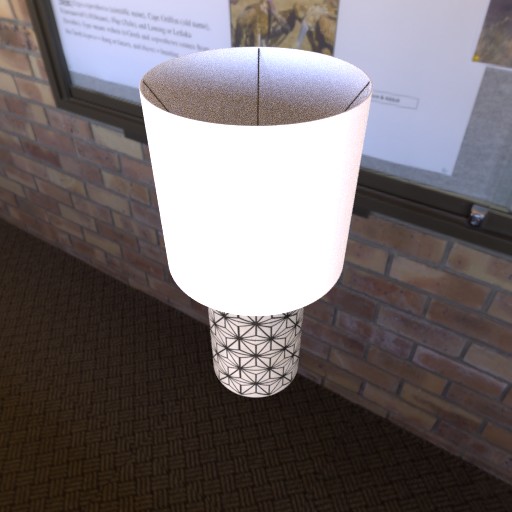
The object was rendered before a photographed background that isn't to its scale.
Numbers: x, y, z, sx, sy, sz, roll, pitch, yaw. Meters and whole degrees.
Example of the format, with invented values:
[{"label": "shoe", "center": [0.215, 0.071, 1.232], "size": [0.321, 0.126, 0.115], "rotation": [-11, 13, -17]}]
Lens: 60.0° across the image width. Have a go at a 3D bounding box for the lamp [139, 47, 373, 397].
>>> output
[{"label": "lamp", "center": [0.000, 0.000, 0.532], "size": [0.206, 0.416, 0.206], "rotation": [1, 40, 1]}]
